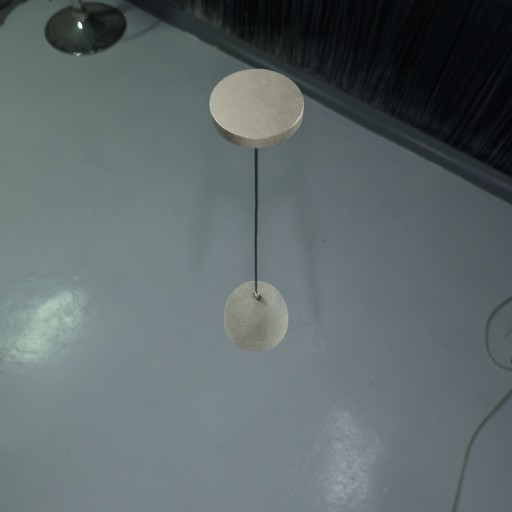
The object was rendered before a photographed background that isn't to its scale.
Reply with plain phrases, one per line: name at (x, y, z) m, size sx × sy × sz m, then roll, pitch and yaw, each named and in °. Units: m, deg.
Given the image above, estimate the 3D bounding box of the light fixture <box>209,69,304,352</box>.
light fixture at (0.000, 0.000, 0.831) m, size 0.170 × 0.759 × 0.170 m, roll 31°, pitch 67°, yaw 15°
